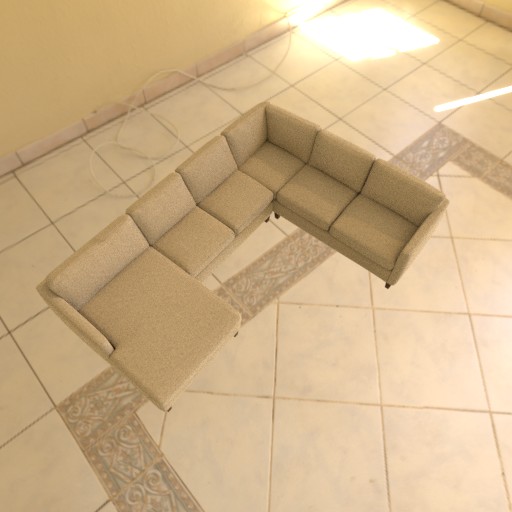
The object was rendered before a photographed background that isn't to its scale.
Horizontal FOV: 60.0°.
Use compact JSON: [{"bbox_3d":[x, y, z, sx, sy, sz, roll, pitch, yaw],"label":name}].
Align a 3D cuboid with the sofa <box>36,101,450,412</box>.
[{"bbox_3d":[0.000,0.000,4.623,2.593,0.959,3.460,34,64,20],"label":"sofa"}]
